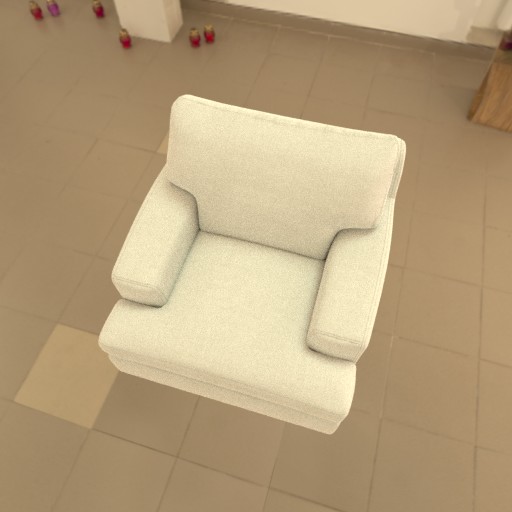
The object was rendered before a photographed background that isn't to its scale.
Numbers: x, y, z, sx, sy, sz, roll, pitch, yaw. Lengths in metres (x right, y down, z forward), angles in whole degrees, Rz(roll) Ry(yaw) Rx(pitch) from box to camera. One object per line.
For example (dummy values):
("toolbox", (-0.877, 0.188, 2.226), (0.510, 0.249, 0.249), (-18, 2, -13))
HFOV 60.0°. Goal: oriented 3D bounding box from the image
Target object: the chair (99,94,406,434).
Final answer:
("chair", (0.000, 0.000, 2.017), (1.140, 0.930, 1.158), (14, 59, 8))
